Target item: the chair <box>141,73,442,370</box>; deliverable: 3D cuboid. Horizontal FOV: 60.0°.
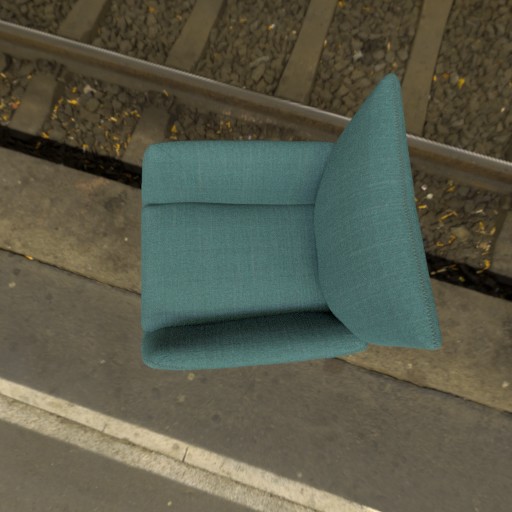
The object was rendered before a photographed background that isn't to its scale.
[{"bbox_3d":[0.000,0.000,1.406,0.769,0.859,0.678,-3,76,-1],"label":"chair"}]
